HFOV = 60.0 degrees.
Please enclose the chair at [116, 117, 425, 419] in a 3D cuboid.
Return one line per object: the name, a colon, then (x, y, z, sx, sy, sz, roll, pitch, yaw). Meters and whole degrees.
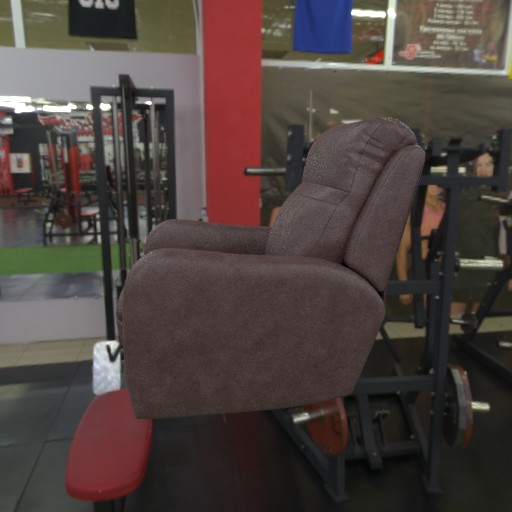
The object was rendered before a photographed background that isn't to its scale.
chair: (0.000, 0.000, 1.830, 1.067, 1.067, 0.865, -2, 13, -8)
